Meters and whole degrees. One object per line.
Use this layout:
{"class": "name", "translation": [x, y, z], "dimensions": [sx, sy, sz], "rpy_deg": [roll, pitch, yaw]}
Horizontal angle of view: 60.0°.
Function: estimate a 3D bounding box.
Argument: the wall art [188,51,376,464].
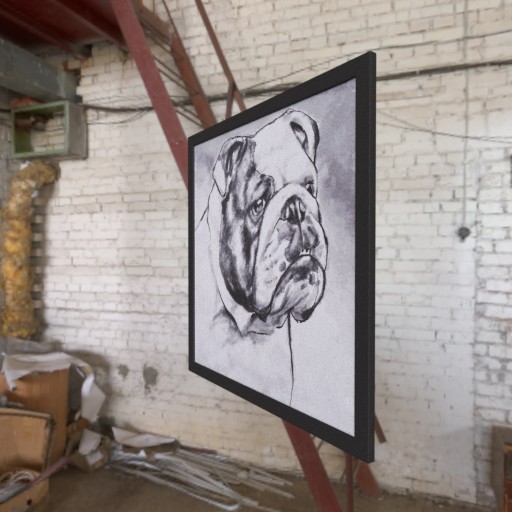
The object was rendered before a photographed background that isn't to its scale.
{"class": "wall art", "translation": [0.000, 0.000, 0.833], "dimensions": [0.012, 0.558, 0.562], "rpy_deg": [-1, 1, -34]}
